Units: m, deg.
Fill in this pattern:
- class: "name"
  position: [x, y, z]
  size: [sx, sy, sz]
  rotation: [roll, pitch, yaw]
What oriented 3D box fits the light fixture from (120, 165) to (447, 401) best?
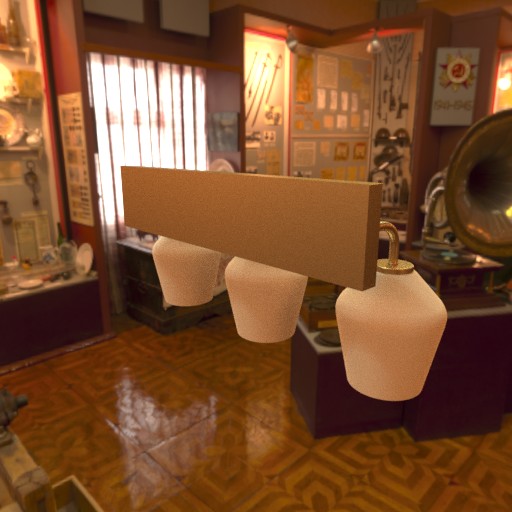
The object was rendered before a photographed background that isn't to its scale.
- class: "light fixture"
  position: [0.000, 0.000, 0.731]
  size: [0.190, 0.280, 0.609]
  rotation: [-13, 19, -42]
